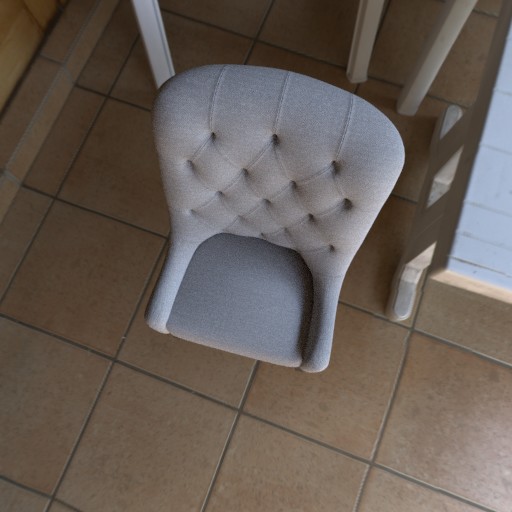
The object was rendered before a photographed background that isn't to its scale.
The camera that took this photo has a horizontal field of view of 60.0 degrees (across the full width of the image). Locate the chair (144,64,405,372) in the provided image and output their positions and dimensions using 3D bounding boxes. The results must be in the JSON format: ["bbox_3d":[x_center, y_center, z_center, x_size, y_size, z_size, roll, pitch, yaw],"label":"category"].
[{"bbox_3d":[0.000,0.000,1.450,0.634,1.091,0.629,14,76,4],"label":"chair"}]
